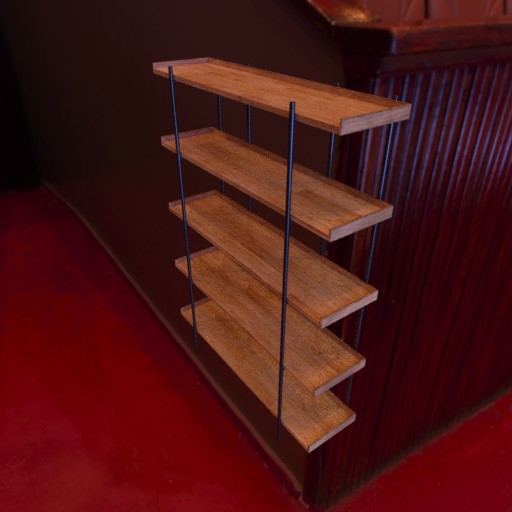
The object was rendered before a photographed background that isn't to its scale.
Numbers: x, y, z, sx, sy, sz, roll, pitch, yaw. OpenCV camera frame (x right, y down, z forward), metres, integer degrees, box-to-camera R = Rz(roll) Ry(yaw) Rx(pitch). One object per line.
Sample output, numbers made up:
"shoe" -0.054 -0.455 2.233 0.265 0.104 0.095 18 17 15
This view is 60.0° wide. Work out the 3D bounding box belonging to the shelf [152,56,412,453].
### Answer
"shelf" 0.000 0.000 2.397 0.379 1.826 1.371 -21 38 -30
